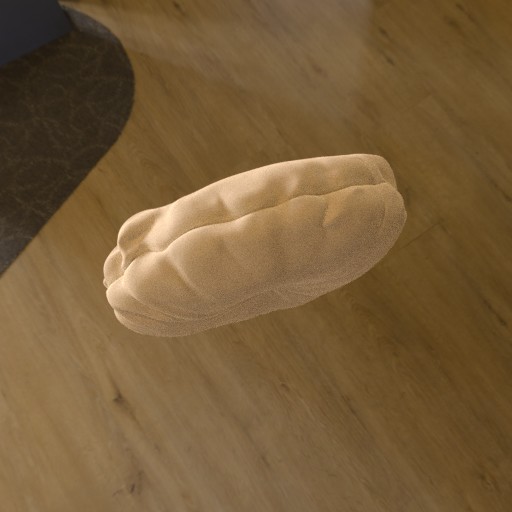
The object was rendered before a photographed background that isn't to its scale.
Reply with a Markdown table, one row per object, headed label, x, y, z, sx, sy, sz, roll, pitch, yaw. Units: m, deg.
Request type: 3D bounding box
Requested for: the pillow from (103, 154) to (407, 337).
| label | x | y | z | sx | sy | sz | roll | pitch | yaw |
| --- | --- | --- | --- | --- | --- | --- | --- | --- | --- |
| pillow | 0.000 | 0.000 | 0.623 | 0.428 | 0.407 | 0.148 | -17 | 76 | -4 |
